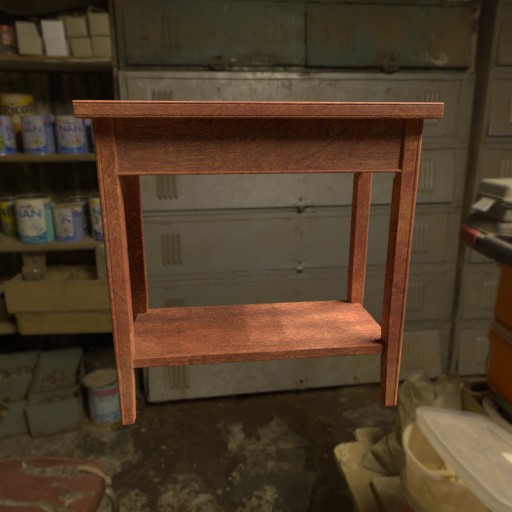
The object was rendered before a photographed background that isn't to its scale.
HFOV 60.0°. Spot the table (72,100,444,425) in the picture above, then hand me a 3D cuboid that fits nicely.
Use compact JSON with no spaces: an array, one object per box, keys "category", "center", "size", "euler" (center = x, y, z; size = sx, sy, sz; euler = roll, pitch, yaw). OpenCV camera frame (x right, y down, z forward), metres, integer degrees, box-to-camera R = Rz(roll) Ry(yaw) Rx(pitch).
[{"category":"table","center":[0.000,0.000,0.949],"size":[0.610,0.610,0.305],"euler":[-2,16,-6]}]
